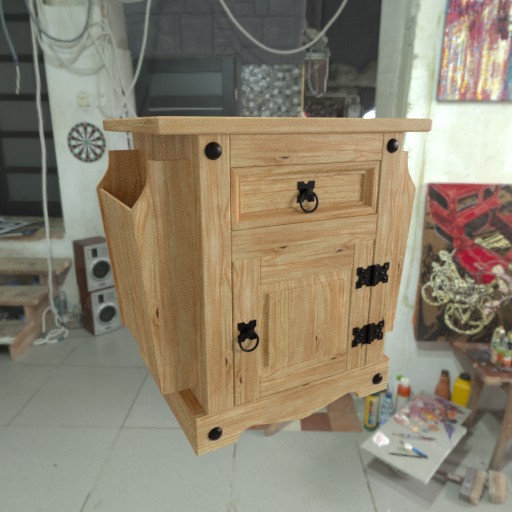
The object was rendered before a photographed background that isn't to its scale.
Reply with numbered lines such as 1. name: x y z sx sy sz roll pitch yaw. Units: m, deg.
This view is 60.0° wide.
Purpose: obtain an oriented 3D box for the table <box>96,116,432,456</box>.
1. table: 0.000 0.000 0.872 0.530 0.515 0.380 -9 19 -27
